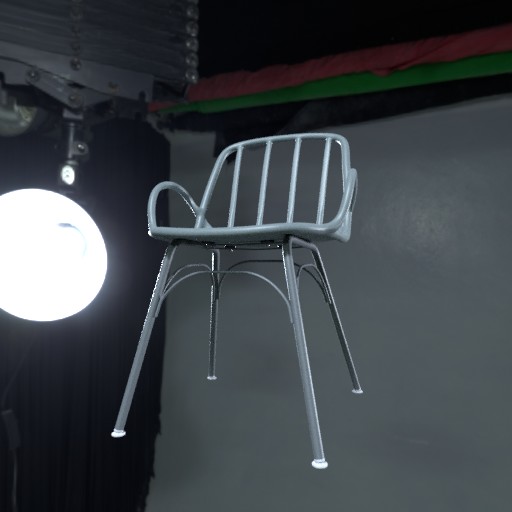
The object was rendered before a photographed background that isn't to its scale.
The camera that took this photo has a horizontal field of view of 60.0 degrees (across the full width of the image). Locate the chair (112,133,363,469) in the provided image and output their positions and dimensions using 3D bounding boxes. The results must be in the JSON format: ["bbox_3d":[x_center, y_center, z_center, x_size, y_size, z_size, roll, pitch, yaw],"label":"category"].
[{"bbox_3d":[0.000,0.000,1.201,0.549,0.816,0.597,0,-1,19],"label":"chair"}]
